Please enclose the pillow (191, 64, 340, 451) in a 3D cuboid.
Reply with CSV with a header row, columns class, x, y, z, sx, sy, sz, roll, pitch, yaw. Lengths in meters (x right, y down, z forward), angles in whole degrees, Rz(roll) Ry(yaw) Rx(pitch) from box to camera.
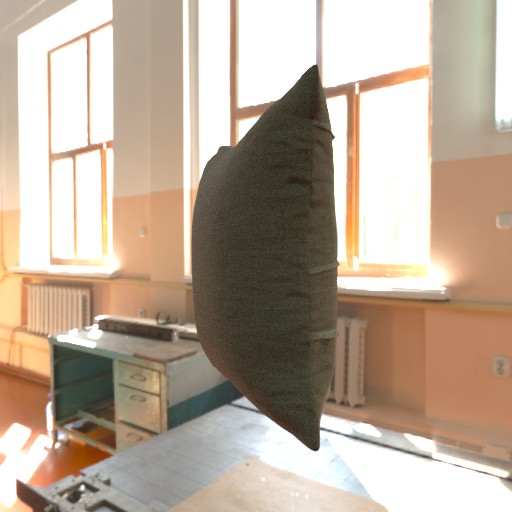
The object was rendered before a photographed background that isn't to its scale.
class,x,y,z,sx,sy,sz,roll,pitch,yaw
pillow,0.000,0.000,0.646,0.169,0.400,0.424,0,1,-19
